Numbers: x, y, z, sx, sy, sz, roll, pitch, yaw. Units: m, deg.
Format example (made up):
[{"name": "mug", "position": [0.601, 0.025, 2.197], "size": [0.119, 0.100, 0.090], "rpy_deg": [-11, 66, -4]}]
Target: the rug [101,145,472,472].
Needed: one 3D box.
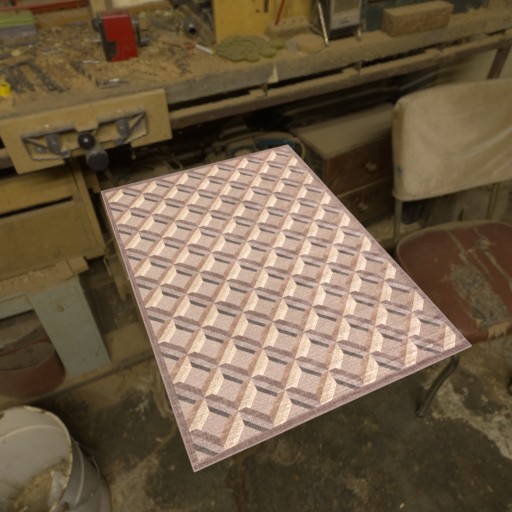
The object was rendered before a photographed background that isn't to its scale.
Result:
[{"name": "rug", "position": [0.000, 0.000, 4.310], "size": [2.382, 0.018, 3.294], "rpy_deg": [-18, 49, -17]}]
